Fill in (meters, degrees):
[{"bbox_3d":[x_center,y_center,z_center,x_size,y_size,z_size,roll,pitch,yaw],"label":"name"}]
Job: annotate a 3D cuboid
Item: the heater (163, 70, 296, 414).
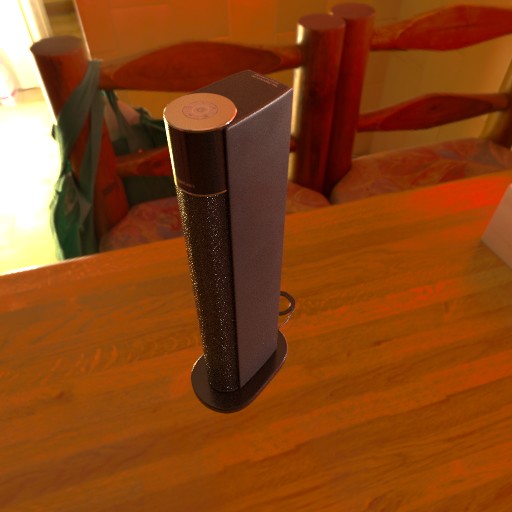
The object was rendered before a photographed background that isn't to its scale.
[{"bbox_3d":[0.000,0.000,1.044,0.214,0.856,0.458,34,56,27],"label":"heater"}]
